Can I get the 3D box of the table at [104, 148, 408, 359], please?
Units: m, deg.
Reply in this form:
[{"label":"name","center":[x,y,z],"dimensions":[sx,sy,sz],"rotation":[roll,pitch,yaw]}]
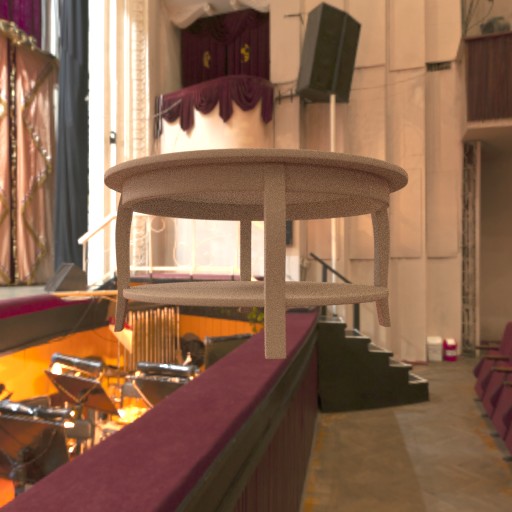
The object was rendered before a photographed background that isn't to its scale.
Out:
[{"label":"table","center":[0.000,0.000,1.401],"dimensions":[0.910,0.457,0.910],"rotation":[0,0,0]}]
